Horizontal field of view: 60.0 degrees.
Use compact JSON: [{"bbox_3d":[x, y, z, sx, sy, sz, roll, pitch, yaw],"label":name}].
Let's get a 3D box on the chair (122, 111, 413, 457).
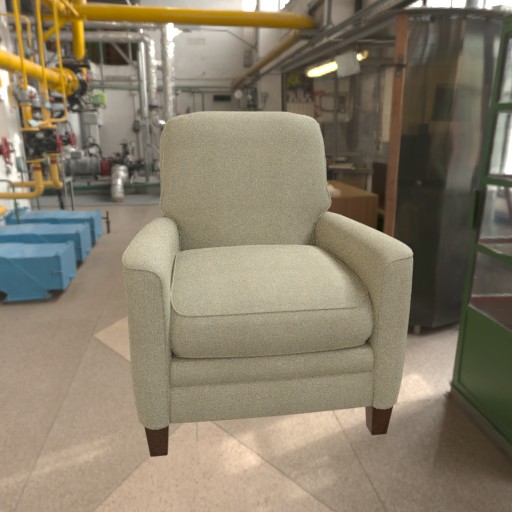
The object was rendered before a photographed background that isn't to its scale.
[{"bbox_3d":[0.000,0.000,1.592,0.850,1.006,0.853,-2,17,-8],"label":"chair"}]
